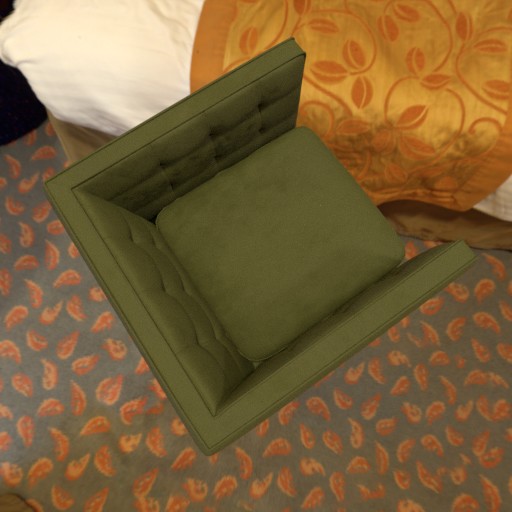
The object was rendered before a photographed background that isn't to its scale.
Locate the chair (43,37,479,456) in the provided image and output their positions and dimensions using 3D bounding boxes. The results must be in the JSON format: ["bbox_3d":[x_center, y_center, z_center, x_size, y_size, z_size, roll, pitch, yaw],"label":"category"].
[{"bbox_3d":[0.000,0.000,1.561,0.894,0.790,0.880,-34,78,-8],"label":"chair"}]
